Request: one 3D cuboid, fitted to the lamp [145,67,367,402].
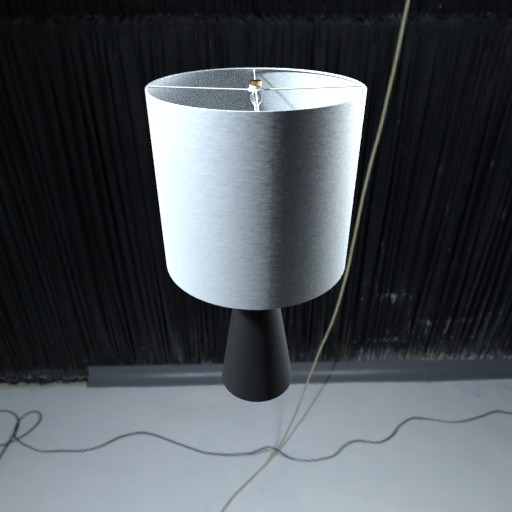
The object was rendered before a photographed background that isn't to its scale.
[{"bbox_3d":[0.000,0.000,0.776,0.308,0.580,0.308,-1,31,-1],"label":"lamp"}]
